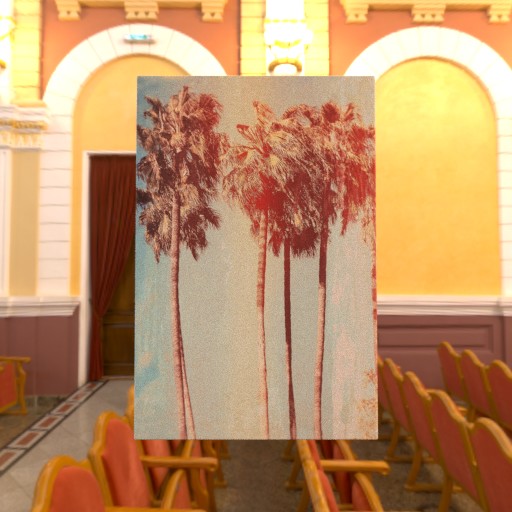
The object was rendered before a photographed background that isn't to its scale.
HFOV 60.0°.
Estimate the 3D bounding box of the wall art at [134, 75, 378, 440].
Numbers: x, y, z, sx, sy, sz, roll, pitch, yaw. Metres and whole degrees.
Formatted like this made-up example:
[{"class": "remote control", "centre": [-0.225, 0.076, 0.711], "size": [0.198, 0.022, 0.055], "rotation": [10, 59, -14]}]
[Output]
[{"class": "wall art", "centre": [0.000, 0.000, 0.479], "size": [0.251, 0.380, 0.039], "rotation": [0, -2, 0]}]
